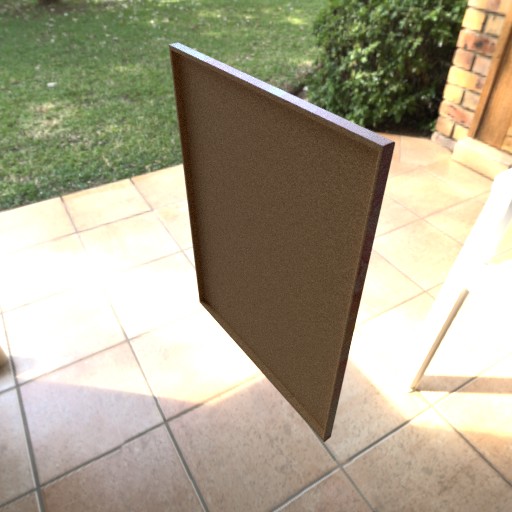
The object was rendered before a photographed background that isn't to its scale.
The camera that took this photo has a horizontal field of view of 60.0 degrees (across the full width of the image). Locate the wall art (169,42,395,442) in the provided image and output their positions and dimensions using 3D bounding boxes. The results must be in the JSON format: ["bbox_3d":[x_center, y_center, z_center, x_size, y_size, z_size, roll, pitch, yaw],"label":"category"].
[{"bbox_3d":[0.000,0.000,1.313,0.031,1.015,0.762,-26,47,-27],"label":"wall art"}]
